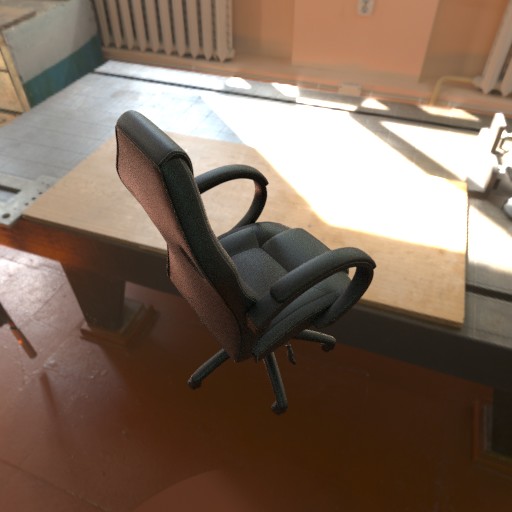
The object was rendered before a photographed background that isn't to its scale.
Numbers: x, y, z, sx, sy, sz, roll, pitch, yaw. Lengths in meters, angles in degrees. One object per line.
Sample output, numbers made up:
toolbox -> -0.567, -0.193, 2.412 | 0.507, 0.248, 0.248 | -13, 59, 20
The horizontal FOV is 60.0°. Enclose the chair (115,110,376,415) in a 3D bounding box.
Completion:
chair -> 0.000, 0.000, 1.600 | 0.724, 1.187, 0.673 | -26, 49, -25
